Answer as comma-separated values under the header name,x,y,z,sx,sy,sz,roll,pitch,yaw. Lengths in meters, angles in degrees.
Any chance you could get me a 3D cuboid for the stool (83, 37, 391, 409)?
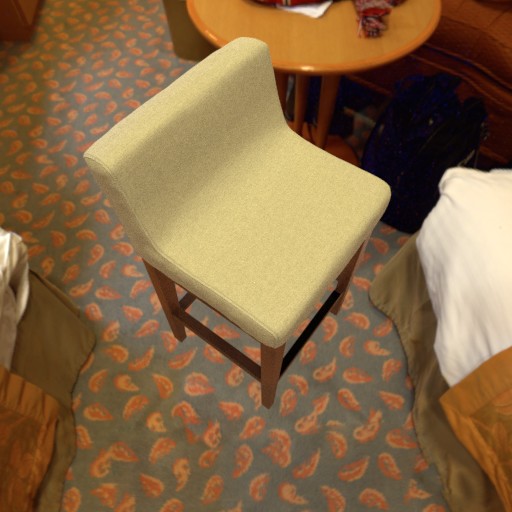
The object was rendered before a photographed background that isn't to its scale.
name,x,y,z,sx,sy,sz,roll,pitch,yaw
stool,0.000,0.000,1.262,0.500,0.937,0.511,32,63,19
